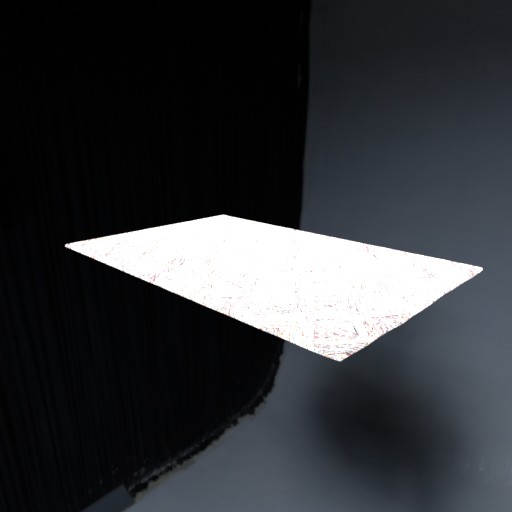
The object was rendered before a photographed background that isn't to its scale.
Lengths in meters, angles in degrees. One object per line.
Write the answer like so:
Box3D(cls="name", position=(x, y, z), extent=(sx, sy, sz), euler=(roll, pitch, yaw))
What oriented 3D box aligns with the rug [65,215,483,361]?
Box3D(cls="rug", position=(0.000, 0.000, 2.191), extent=(1.761, 0.014, 1.143), euler=(15, 22, 42))
